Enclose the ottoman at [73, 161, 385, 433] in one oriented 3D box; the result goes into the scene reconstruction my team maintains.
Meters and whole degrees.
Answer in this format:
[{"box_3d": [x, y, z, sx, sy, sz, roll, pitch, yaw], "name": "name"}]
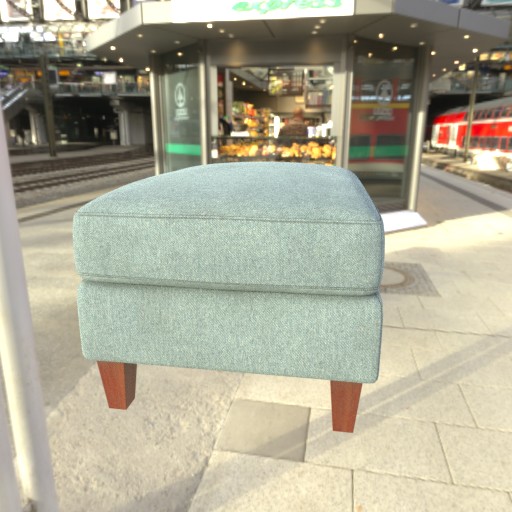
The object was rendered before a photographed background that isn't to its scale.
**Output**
[{"box_3d": [0.000, 0.000, 1.203, 0.584, 0.483, 0.864, 2, 16, 9], "name": "ottoman"}]
